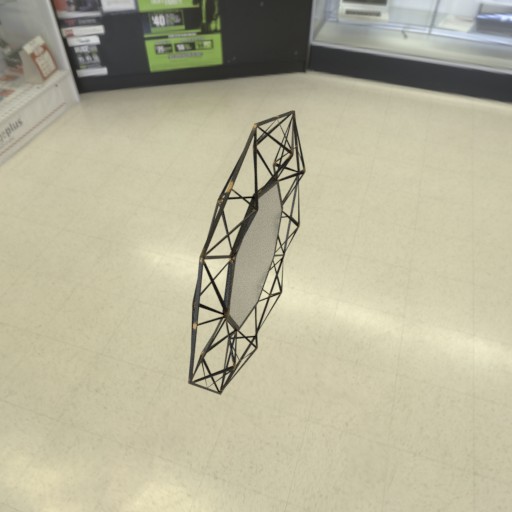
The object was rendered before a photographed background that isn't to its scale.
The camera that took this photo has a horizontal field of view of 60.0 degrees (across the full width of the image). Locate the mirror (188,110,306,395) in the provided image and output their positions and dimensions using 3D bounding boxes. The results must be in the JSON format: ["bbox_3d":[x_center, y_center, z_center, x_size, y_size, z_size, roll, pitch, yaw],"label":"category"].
[{"bbox_3d":[0.000,0.000,1.070,0.094,0.710,0.710,16,49,14],"label":"mirror"}]
